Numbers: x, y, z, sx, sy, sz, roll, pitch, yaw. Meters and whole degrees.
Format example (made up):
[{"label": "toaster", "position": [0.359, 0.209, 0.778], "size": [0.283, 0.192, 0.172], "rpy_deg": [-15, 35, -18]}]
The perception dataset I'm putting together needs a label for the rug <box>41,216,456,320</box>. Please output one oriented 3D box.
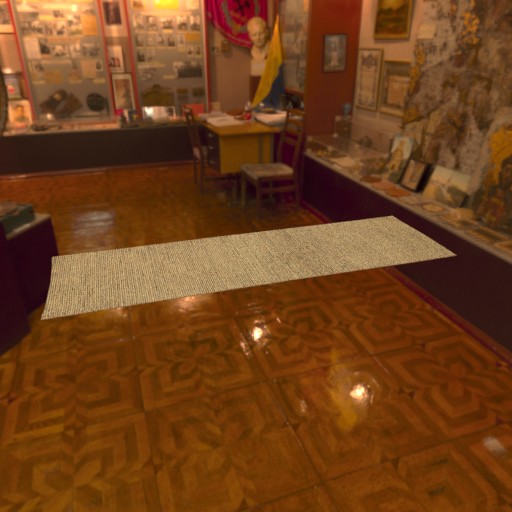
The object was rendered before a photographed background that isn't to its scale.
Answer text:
[{"label": "rug", "position": [0.000, 0.000, 2.662], "size": [2.335, 0.013, 0.697], "rpy_deg": [-8, 27, -15]}]
